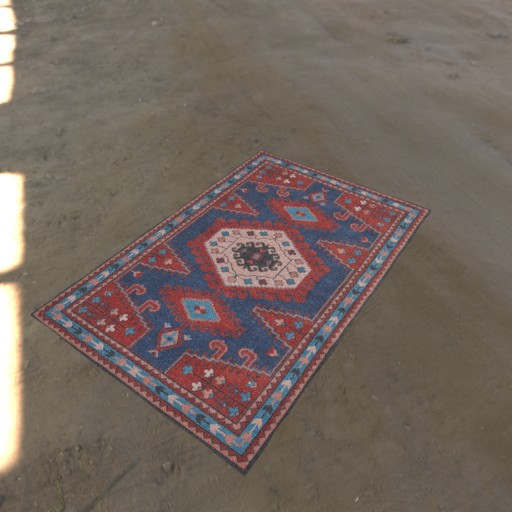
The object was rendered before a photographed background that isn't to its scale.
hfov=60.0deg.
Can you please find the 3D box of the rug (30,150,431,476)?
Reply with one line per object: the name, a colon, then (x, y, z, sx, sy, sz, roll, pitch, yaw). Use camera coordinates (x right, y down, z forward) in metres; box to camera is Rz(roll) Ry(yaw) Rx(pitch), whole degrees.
rug: (0.000, 0.000, 2.277, 1.207, 0.012, 1.820, 26, 48, 25)
